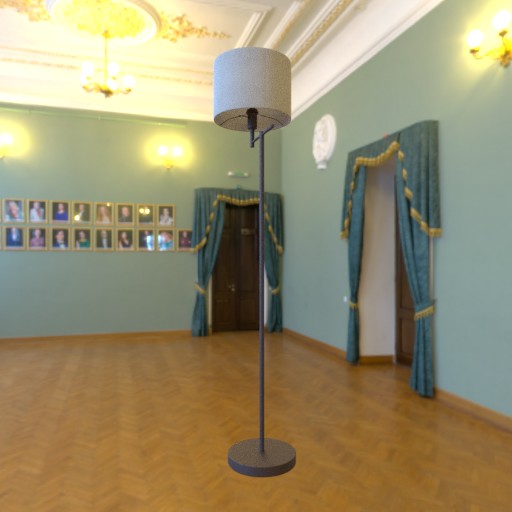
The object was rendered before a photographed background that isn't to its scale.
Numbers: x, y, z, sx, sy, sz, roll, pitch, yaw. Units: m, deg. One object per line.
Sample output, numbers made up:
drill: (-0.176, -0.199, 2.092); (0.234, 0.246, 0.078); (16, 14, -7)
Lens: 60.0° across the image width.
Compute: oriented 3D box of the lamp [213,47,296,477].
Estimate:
lamp: (0.000, 0.000, 1.807); (0.324, 1.600, 0.416); (0, 0, -19)
